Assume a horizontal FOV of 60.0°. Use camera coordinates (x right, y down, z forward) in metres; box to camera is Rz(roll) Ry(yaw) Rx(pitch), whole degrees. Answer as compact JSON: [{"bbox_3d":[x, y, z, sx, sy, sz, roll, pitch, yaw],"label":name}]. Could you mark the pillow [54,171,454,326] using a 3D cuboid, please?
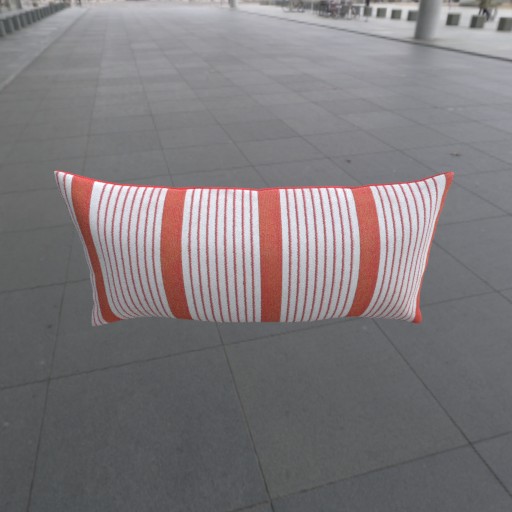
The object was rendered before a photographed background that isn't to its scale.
[{"bbox_3d":[0.000,0.000,0.742,0.608,0.297,0.151,0,31,0],"label":"pillow"}]
